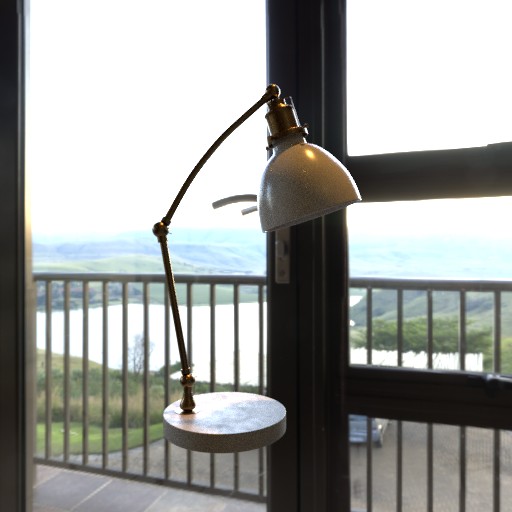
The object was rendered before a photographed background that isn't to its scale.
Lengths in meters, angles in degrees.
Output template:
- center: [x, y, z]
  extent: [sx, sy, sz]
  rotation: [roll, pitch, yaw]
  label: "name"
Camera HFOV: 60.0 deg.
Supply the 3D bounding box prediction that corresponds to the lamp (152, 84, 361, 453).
- center: [0.000, 0.000, 0.678]
  extent: [0.317, 0.522, 0.186]
  rotation: [0, 0, 0]
  label: "lamp"
